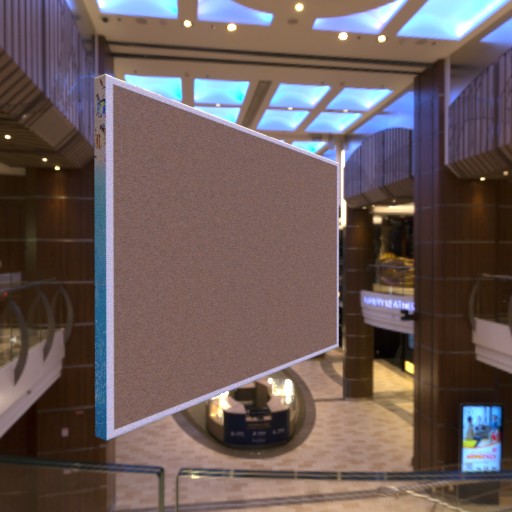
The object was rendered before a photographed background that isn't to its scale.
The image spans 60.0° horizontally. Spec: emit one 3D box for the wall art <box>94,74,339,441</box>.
[{"bbox_3d":[0.000,0.000,1.400,0.040,0.769,1.136,0,1,36],"label":"wall art"}]
